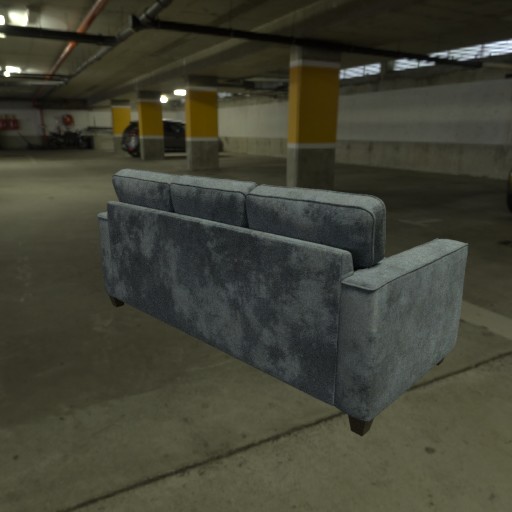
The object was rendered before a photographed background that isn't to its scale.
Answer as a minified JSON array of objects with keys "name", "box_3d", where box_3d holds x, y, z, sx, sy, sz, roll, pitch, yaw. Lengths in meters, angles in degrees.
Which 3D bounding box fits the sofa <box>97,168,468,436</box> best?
[{"name":"sofa","box_3d":[0.000,0.000,2.650,2.133,0.965,0.939,15,21,42]}]
